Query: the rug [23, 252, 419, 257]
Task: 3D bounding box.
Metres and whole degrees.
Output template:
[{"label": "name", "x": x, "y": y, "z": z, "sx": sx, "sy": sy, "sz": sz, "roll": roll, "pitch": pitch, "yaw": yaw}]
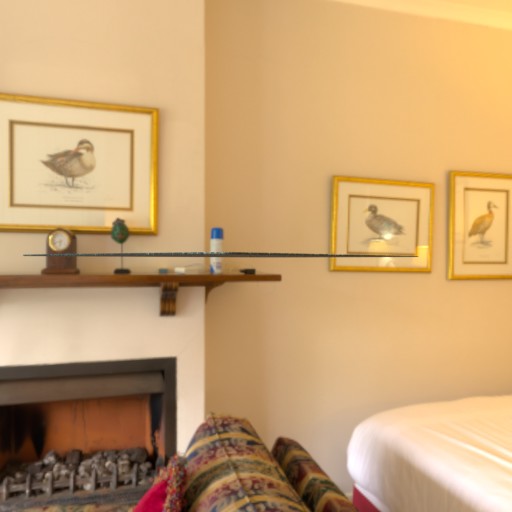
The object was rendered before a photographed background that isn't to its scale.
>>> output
[{"label": "rug", "x": 0.000, "y": 0.000, "z": 2.234, "sx": 1.102, "sy": 0.008, "sz": 1.795, "roll": 0, "pitch": -1, "yaw": 36}]
